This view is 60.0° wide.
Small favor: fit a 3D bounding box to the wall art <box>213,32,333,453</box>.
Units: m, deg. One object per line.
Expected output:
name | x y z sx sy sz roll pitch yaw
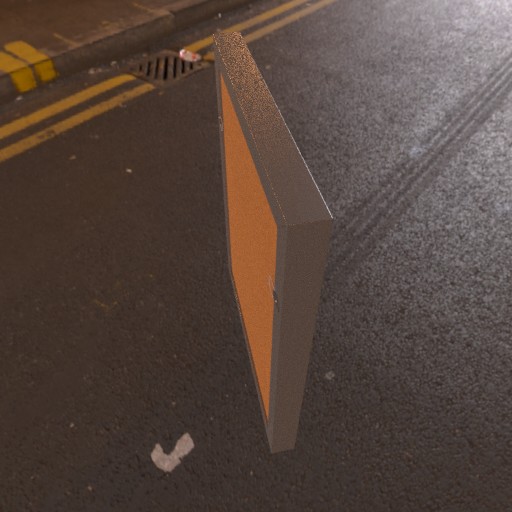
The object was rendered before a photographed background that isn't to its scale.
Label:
wall art | 0.000 0.000 0.510 0.030 0.379 0.308 -9 47 -8
